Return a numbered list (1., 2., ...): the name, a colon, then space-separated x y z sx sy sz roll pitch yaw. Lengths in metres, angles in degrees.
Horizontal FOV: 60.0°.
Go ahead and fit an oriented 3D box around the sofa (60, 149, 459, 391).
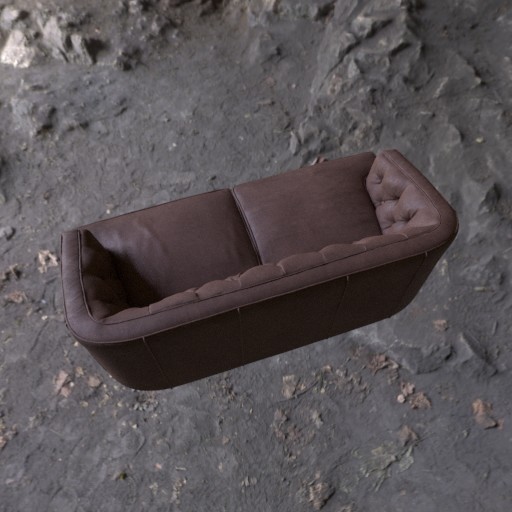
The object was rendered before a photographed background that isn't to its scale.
1. sofa: 0.000 0.000 2.278 1.767 0.799 0.917 -16 59 -10
